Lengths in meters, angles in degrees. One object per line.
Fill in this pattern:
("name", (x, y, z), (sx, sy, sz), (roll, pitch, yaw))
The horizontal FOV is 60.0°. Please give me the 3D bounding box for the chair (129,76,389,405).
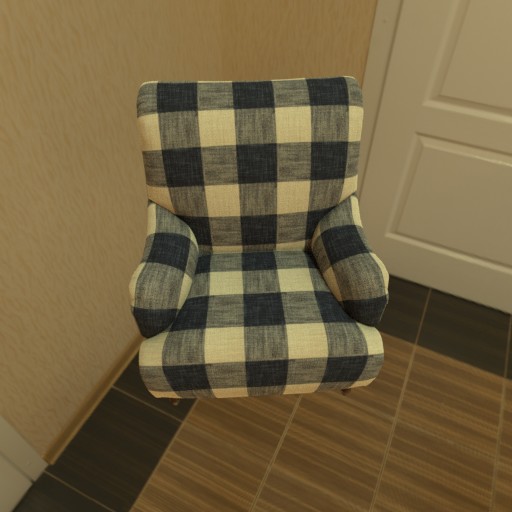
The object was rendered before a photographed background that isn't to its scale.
("chair", (0.000, 0.000, 1.558), (0.781, 0.953, 0.848), (-2, 47, -2))
